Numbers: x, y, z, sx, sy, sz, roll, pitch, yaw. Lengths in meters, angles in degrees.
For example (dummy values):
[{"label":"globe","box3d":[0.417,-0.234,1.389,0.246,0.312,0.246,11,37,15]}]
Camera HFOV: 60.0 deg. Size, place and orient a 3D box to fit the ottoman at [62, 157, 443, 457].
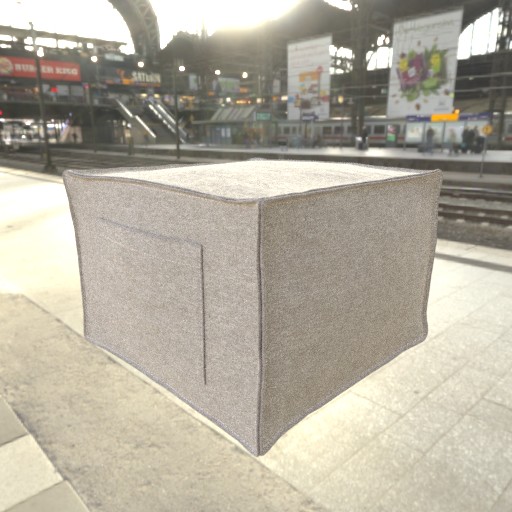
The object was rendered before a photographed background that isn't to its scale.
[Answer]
[{"label":"ottoman","box3d":[0.000,0.000,1.152,0.707,0.470,0.696,14,21,42]}]
